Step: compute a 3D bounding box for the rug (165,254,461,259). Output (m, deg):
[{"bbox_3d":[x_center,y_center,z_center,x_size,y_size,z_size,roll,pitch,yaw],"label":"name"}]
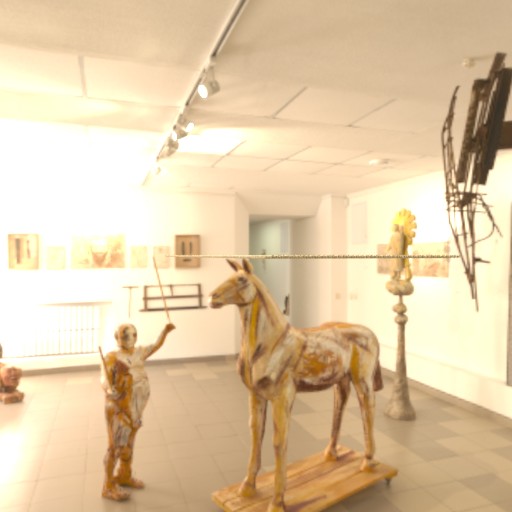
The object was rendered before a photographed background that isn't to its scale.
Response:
[{"bbox_3d":[0.000,0.000,2.792,0.795,0.015,2.544,0,0,-19],"label":"rug"}]
